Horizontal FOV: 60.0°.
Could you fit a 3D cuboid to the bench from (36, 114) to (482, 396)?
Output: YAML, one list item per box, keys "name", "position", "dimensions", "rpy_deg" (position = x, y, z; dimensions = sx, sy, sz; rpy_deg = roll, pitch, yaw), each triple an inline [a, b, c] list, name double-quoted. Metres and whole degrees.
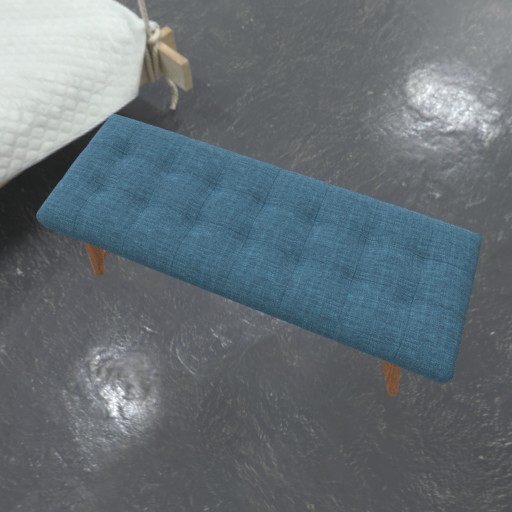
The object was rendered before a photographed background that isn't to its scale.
- name: "bench"
  position: [0.000, 0.000, 1.319]
  dimensions: [1.118, 0.432, 0.406]
  rpy_deg: [20, 65, 10]
